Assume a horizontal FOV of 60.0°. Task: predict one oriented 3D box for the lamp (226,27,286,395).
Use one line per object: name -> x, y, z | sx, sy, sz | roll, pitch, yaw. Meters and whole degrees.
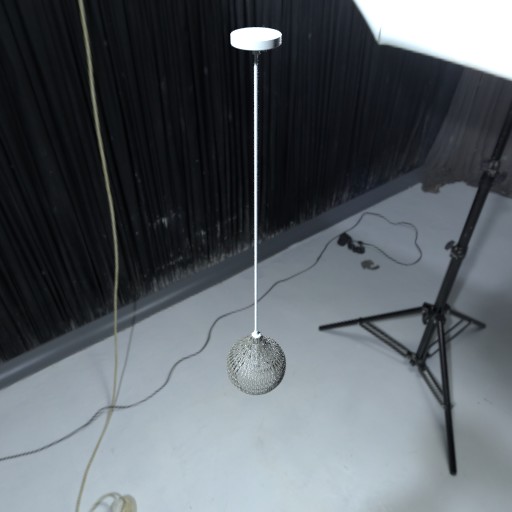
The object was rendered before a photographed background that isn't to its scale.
lamp -> 0.000, 0.000, 2.081 | 0.355, 1.919, 0.355 | -26, 46, -27
